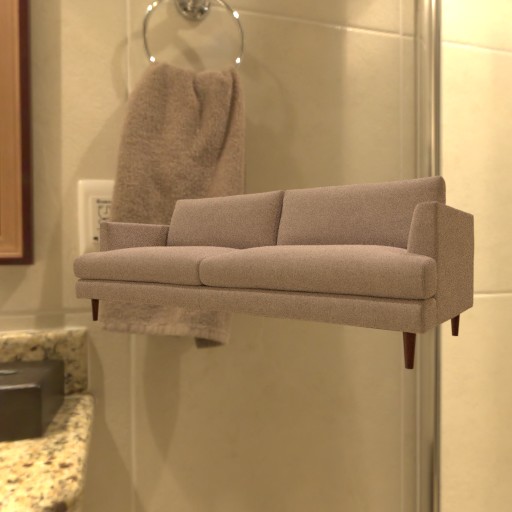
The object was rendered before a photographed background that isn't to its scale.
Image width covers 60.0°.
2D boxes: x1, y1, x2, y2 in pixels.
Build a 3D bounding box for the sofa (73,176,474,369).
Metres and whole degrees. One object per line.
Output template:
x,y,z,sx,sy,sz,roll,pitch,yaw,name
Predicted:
0.000,0.000,2.673,2.250,0.868,1.020,0,1,36,sofa
